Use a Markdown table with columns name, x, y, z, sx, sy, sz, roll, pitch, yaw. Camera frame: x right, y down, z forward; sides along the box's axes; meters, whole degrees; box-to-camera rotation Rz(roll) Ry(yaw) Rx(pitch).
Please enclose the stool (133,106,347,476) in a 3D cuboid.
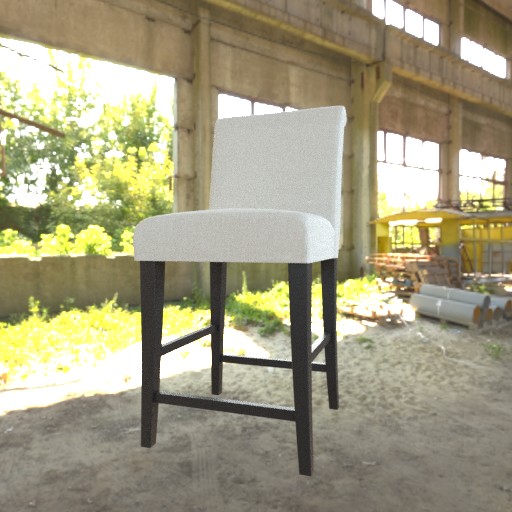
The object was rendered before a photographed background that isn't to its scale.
| name | x | y | z | sx | sy | sz | roll | pitch | yaw |
| --- | --- | --- | --- | --- | --- | --- | --- | --- | --- |
| stool | 0.000 | 0.000 | 1.310 | 0.452 | 0.976 | 0.597 | 1 | 2 | 19 |
